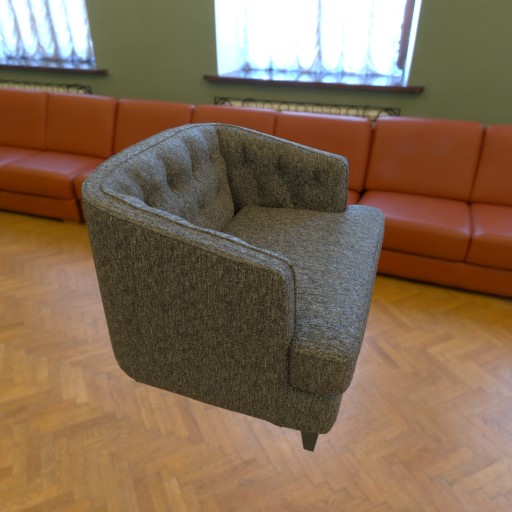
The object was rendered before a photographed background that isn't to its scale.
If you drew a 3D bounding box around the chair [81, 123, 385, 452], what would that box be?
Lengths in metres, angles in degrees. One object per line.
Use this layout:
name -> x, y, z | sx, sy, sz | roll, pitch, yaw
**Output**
chair -> 0.000, 0.000, 1.775 | 0.941, 0.852, 1.104 | 10, 31, 16
